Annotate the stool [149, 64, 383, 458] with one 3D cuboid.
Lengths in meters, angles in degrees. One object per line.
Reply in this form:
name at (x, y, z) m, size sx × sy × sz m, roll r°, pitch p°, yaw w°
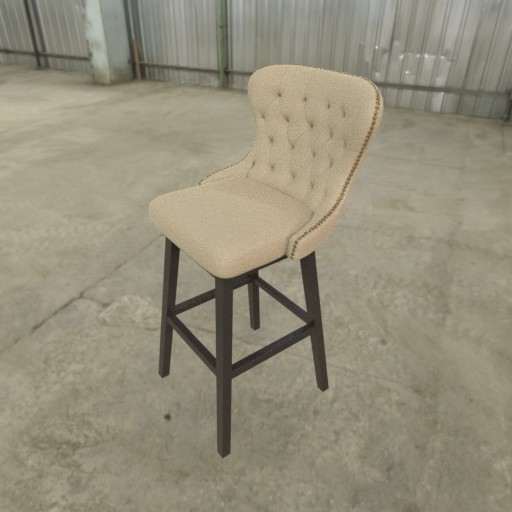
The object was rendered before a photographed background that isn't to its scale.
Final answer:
stool at (0.000, 0.000, 1.428) m, size 0.605 × 1.066 × 0.528 m, roll -22°, pitch 38°, yaw -31°
